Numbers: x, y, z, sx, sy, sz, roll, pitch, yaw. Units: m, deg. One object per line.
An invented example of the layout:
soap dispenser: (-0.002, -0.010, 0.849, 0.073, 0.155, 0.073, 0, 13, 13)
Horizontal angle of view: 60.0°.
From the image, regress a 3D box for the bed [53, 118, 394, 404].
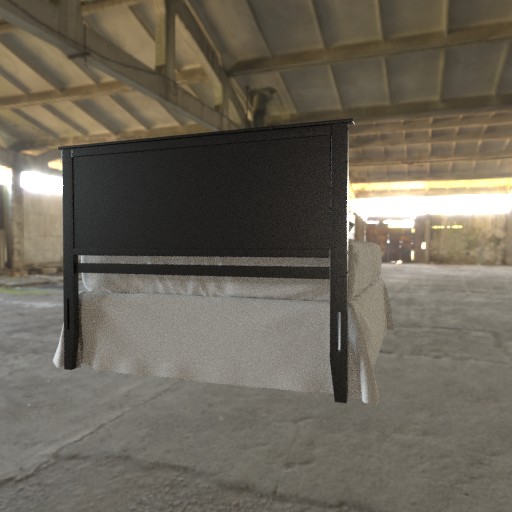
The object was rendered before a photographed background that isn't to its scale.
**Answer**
bed: (0.000, 0.000, 3.193, 1.870, 1.270, 2.050, 0, 1, 20)
